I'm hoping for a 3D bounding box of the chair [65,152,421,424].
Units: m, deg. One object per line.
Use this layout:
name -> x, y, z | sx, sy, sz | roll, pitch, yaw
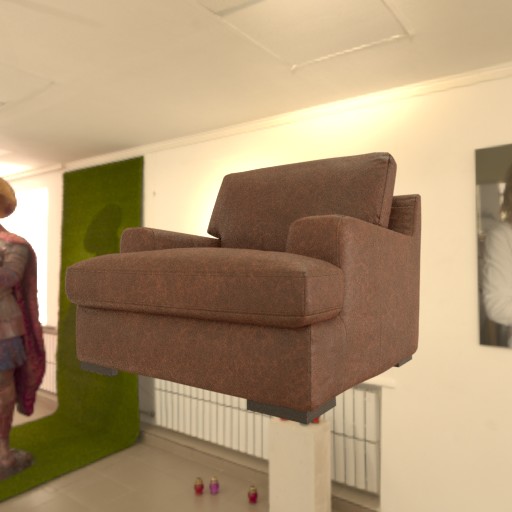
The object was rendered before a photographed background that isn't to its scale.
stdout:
chair -> 0.000, 0.000, 1.942 | 1.168, 0.939, 1.143 | 0, -1, 36
